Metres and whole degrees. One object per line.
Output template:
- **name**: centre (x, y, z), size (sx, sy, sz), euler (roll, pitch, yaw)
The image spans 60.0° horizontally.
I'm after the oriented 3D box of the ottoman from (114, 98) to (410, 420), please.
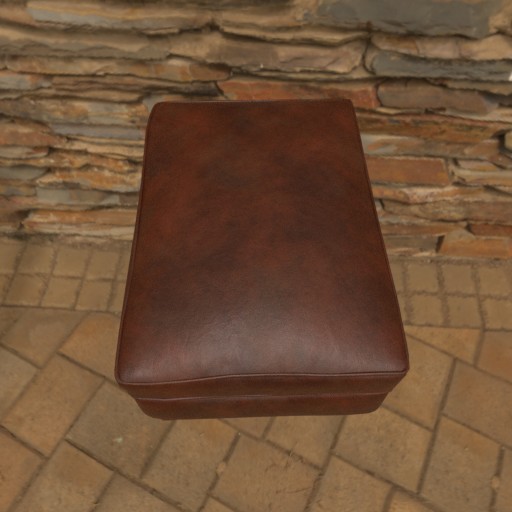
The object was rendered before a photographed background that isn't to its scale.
- **ottoman**: centre (0.000, 0.000, 0.982), size (0.501, 0.432, 0.665), euler (-1, 58, -1)
